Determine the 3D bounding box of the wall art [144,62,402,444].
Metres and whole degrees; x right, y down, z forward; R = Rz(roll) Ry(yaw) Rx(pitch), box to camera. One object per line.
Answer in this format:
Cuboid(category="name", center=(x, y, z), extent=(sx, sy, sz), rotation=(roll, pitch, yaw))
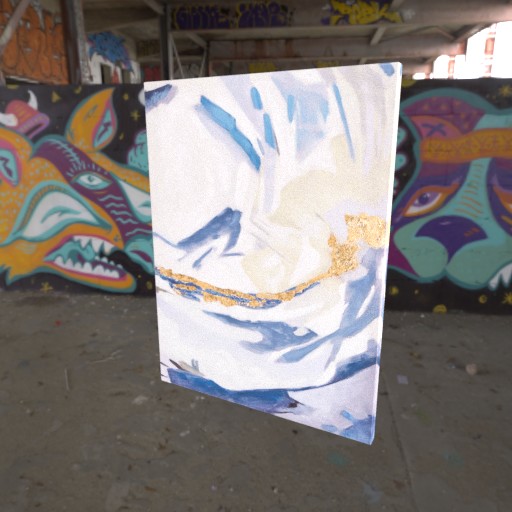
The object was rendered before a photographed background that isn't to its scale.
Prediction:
Cuboid(category="wall art", center=(0.000, 0.000, 1.325), extent=(0.761, 1.015, 0.038), rotation=(8, 16, 27))
